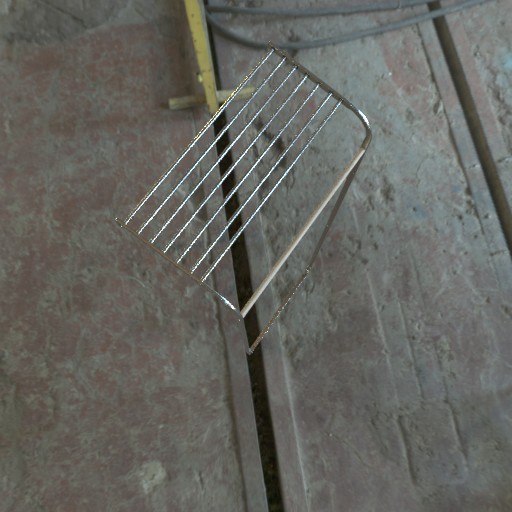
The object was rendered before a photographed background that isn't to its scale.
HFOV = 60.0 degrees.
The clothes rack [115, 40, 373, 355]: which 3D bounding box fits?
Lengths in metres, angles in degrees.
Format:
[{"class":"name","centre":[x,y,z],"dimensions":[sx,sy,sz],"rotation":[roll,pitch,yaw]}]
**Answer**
[{"class":"clothes rack","centre":[0.000,0.000,1.792],"dimensions":[0.349,1.574,0.609],"rotation":[35,77,9]}]
